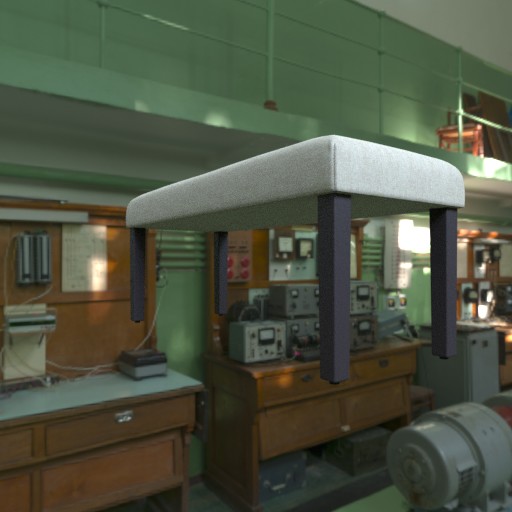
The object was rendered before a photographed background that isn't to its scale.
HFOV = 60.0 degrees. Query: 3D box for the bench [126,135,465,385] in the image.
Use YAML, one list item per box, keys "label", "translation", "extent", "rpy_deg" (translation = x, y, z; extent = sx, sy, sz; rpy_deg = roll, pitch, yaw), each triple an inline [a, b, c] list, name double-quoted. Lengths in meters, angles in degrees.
- label: "bench"
  translation: [0.000, 0.000, 1.261]
  extent: [0.407, 0.456, 1.013]
  rpy_deg: [0, -1, -36]
